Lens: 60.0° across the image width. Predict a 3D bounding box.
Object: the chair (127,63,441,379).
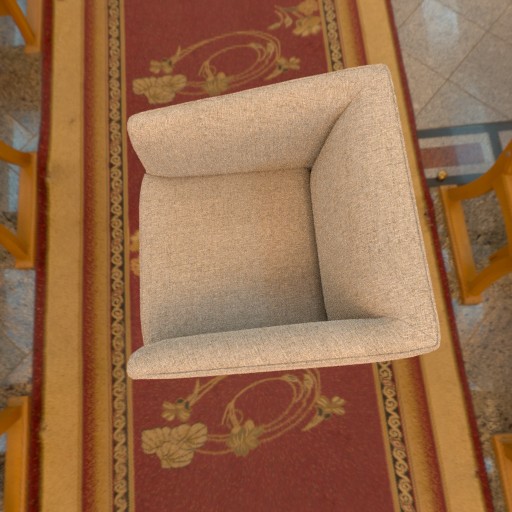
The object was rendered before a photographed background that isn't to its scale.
[{"bbox_3d":[0.000,0.000,1.226,0.623,0.760,0.628,-4,74,-1],"label":"chair"}]
